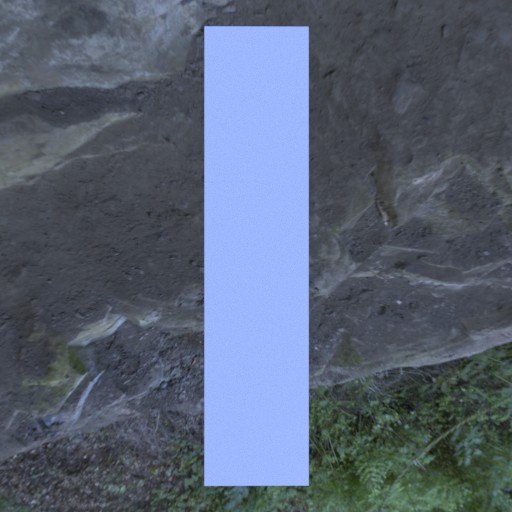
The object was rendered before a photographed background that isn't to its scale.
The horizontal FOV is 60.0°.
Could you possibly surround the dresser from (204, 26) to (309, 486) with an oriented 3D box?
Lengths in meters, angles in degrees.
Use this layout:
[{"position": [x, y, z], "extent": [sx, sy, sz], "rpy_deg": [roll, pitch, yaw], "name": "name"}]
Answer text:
[{"position": [0.000, 0.000, 2.542], "extent": [0.500, 0.840, 2.200], "rpy_deg": [0, 90, 0], "name": "dresser"}]
